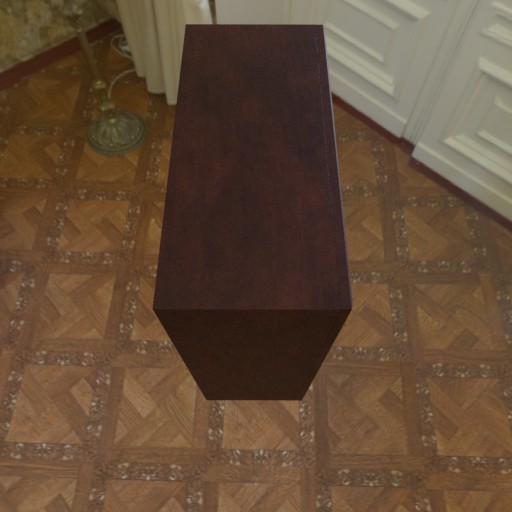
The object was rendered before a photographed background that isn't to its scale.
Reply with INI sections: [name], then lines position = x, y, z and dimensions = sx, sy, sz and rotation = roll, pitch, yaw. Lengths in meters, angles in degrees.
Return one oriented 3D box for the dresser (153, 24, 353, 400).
[dresser]
position = 0.000, 0.000, 2.003
dimensions = 0.506, 1.514, 1.072
rotation = 0, 63, 0
